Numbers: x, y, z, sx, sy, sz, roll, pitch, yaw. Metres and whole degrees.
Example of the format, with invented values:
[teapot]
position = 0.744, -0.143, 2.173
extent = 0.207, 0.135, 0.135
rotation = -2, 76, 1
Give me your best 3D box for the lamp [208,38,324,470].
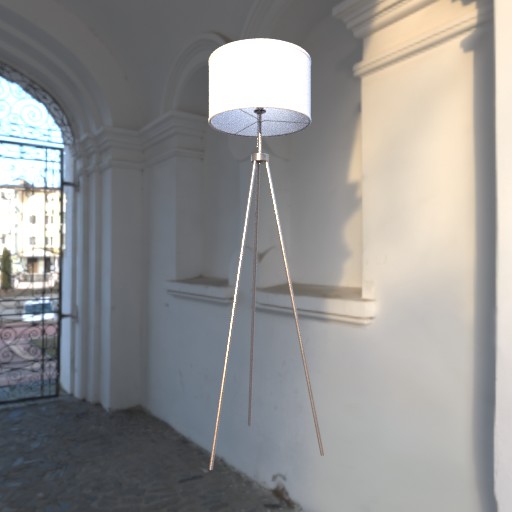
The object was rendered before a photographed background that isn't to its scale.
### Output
[lamp]
position = 0.000, 0.000, 1.796
extent = 0.448, 1.545, 0.458
rotation = 0, 0, -19
